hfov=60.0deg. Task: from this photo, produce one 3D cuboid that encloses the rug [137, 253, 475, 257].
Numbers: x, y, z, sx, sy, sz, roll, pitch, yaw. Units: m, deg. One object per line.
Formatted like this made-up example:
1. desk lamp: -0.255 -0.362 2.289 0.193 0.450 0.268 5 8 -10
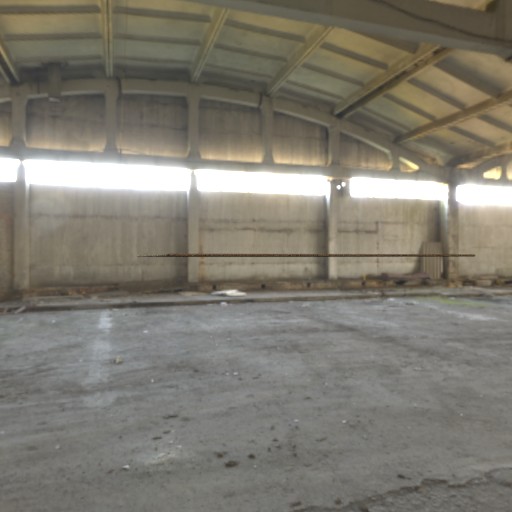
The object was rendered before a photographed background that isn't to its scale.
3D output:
1. rug: 0.000 0.000 3.133 1.526 0.011 2.435 0 0 -18
